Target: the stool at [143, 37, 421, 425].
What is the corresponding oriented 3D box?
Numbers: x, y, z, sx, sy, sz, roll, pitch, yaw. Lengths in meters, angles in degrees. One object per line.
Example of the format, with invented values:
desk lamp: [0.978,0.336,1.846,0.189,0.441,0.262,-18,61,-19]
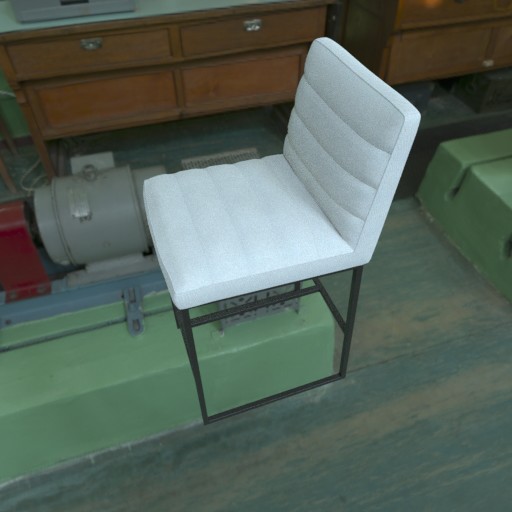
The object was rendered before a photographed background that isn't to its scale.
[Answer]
stool: [0.000,0.000,1.336,0.573,1.061,0.464,-14,48,-13]
